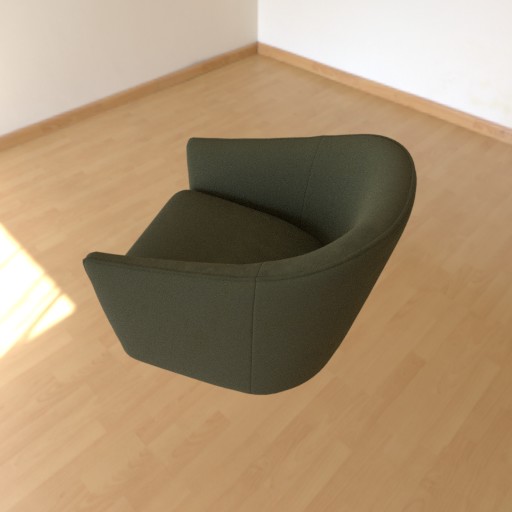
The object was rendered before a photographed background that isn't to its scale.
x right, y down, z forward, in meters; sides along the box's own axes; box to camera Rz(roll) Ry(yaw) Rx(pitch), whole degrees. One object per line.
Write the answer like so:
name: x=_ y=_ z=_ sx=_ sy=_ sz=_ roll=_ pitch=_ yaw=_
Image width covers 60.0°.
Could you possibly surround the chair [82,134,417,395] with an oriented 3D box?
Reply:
chair: x=0.000 y=0.000 z=1.510 sx=0.875 sy=0.799 sz=0.747 roll=14 pitch=47 yaw=14
